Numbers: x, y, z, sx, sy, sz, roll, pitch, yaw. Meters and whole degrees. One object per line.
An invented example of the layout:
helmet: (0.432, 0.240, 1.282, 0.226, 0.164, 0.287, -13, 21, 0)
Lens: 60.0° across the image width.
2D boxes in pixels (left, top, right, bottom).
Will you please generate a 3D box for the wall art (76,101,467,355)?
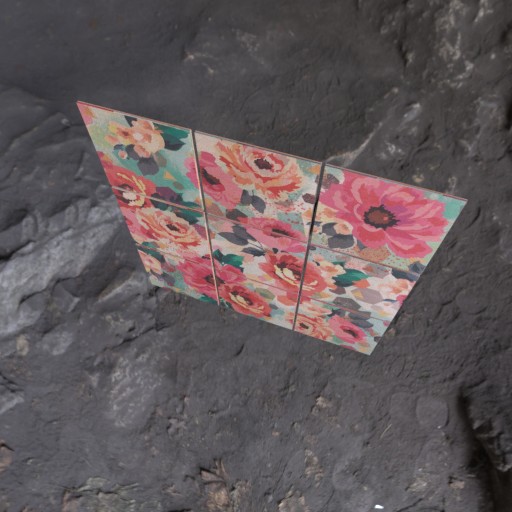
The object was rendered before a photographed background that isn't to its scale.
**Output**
wall art: (0.000, 0.000, 2.283, 1.521, 1.519, 0.013, 17, 59, 10)
